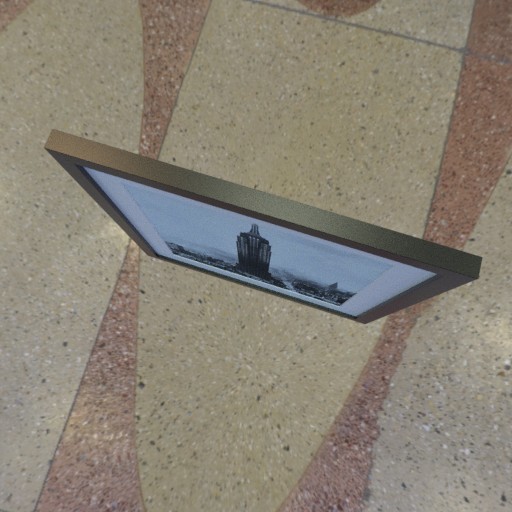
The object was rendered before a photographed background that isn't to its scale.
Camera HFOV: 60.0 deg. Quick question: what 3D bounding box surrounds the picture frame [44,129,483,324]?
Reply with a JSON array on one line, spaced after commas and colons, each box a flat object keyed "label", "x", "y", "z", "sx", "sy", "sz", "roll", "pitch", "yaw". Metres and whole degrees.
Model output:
[{"label": "picture frame", "x": 0.000, "y": 0.000, "z": 0.817, "sx": 0.559, "sy": 0.557, "sz": 0.029, "roll": 17, "pitch": 76, "yaw": 4}]
